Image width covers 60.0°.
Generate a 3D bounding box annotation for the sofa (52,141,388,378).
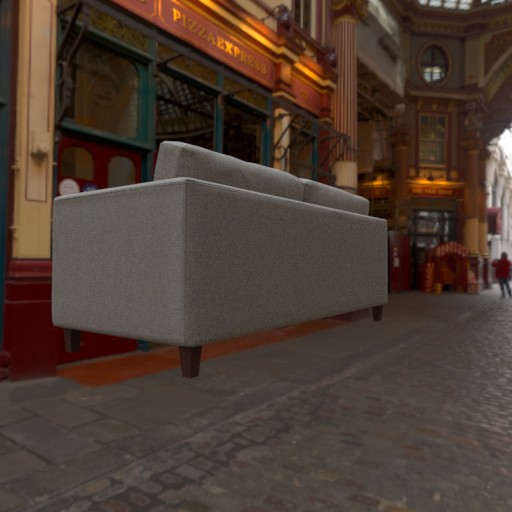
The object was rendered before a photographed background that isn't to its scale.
[{"bbox_3d":[0.000,0.000,2.790,0.956,0.963,2.208,0,-1,36],"label":"sofa"}]
